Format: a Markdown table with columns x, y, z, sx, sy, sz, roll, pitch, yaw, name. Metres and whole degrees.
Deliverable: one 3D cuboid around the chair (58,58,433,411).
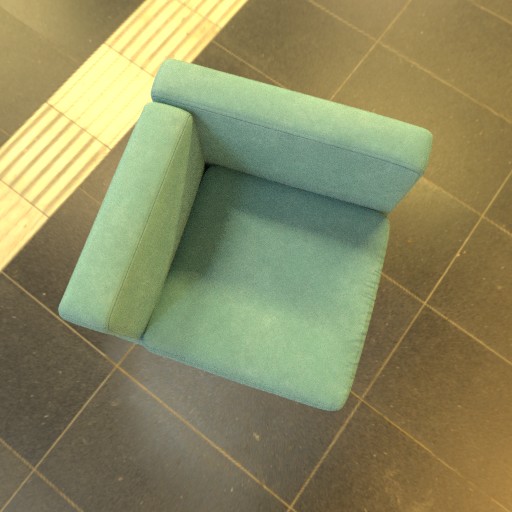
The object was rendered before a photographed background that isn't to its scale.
| x | y | z | sx | sy | sz | roll | pitch | yaw | name |
| --- | --- | --- | --- | --- | --- | --- | --- | --- | --- |
| 0.000 | 0.000 | 1.247 | 0.680 | 0.660 | 0.680 | 17 | 76 | 4 | chair |
